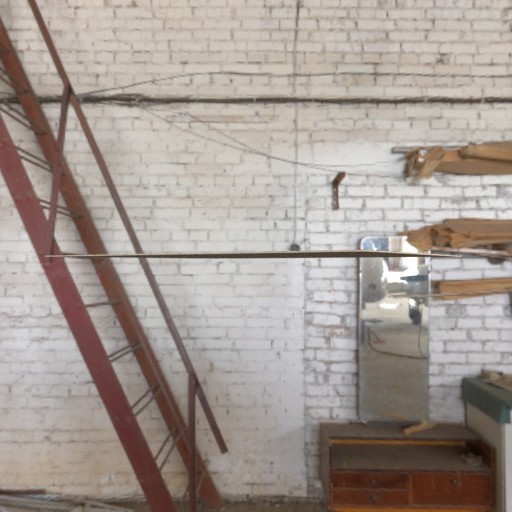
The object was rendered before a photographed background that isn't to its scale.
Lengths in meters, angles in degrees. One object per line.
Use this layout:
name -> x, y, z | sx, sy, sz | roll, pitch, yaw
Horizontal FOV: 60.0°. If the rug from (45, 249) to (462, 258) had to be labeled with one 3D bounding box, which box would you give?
rug -> 0.000, 0.000, 4.258 | 3.205, 0.015, 2.437 | -1, -1, 36
